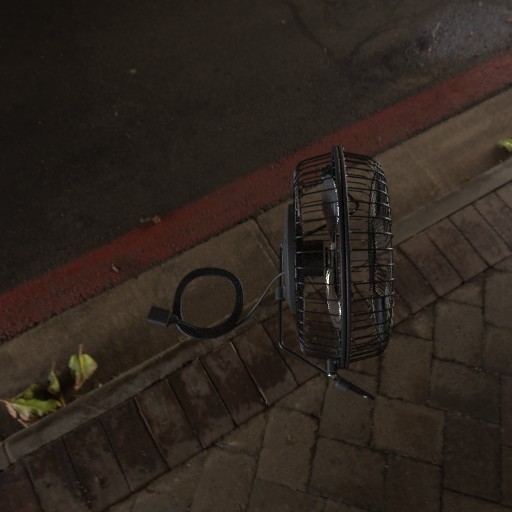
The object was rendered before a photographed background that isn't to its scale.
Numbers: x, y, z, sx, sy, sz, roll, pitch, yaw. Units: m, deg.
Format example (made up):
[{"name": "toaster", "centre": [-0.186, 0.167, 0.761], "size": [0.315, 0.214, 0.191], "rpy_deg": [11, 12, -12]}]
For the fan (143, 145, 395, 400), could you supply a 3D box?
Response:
[{"name": "fan", "centre": [0.000, 0.000, 0.378], "size": [0.227, 0.188, 0.209], "rpy_deg": [2, 64, 1]}]
